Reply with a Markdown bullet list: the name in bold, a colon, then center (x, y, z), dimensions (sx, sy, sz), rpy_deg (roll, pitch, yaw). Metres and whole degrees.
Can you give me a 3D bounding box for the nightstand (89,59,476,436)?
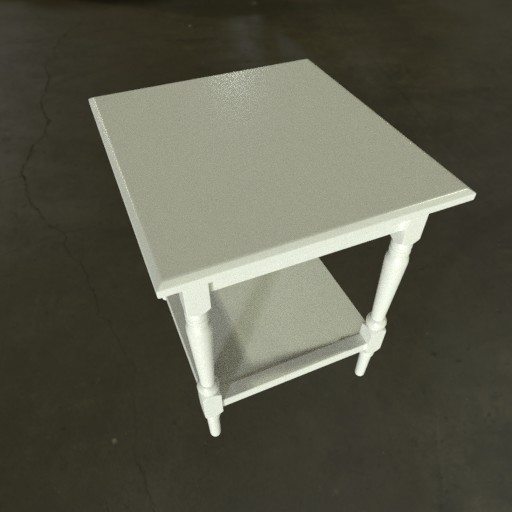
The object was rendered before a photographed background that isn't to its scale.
- **nightstand**: center (0.000, 0.000, 0.917), dimensions (0.459, 0.555, 0.505), rpy_deg (-17, 48, -16)
